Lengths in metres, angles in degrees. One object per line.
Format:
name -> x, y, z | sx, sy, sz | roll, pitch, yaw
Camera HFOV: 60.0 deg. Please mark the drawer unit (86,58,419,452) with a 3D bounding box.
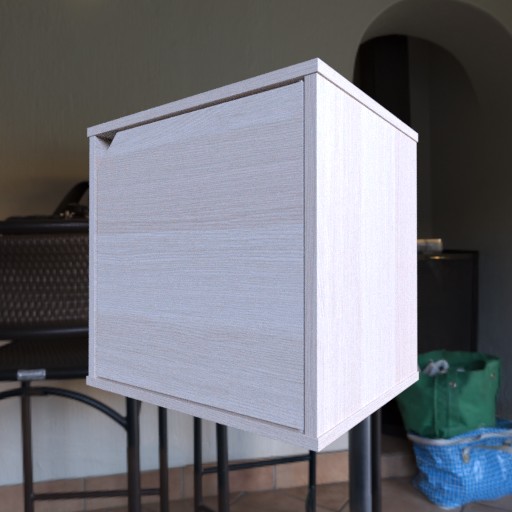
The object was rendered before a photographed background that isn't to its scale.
drawer unit -> 0.000, 0.000, 0.606 | 0.349, 0.344, 0.290 | 0, -1, 36
